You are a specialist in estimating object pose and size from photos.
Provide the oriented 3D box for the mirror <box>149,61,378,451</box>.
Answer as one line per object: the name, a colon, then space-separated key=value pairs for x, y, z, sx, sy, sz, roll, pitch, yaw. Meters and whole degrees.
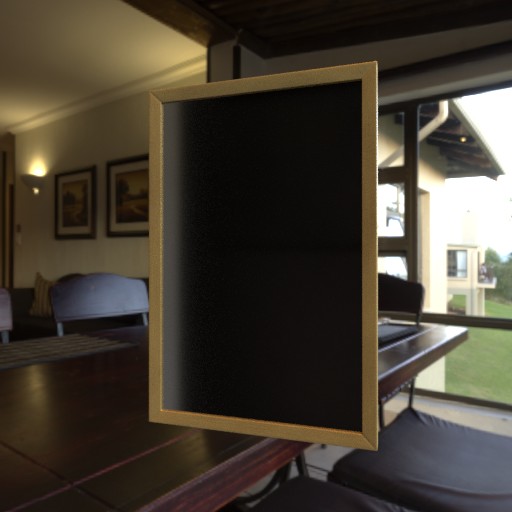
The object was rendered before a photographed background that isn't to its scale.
mirror: x=0.000 y=0.000 z=1.151 sx=0.609 sy=0.915 sz=0.040 roll=0 pitch=0 yaw=18
